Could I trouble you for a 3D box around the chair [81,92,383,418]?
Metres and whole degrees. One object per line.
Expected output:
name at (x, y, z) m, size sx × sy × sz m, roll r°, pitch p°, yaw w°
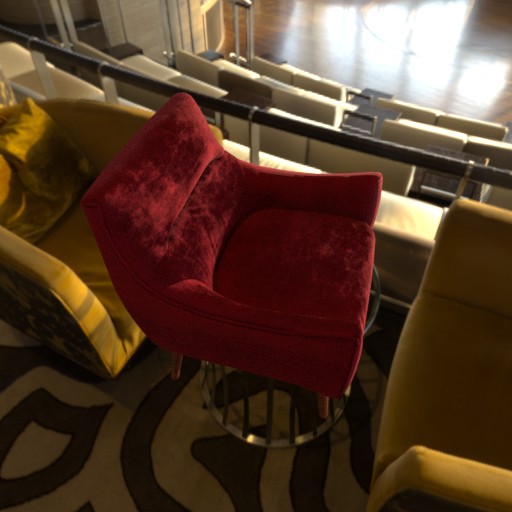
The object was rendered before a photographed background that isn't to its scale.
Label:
chair at (0.000, 0.000, 1.523) m, size 0.787 × 0.838 × 0.762 m, roll 11°, pitch 46°, yaw 11°
